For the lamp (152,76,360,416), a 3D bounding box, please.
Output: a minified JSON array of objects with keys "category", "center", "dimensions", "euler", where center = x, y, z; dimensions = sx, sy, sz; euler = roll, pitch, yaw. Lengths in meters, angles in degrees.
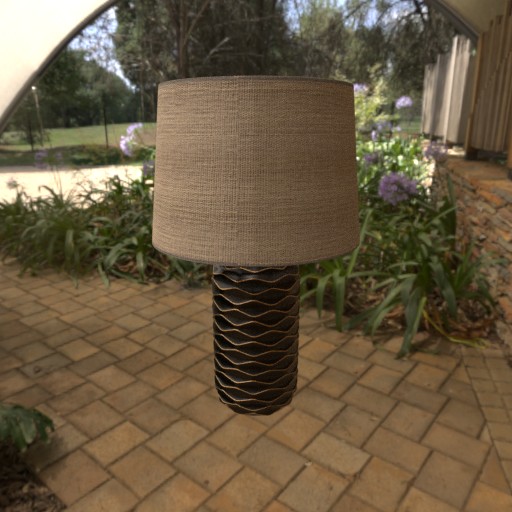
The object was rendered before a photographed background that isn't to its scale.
[{"category":"lamp","center":[0.000,0.000,0.832],"dimensions":[0.376,0.594,0.376],"euler":[0,16,0]}]
